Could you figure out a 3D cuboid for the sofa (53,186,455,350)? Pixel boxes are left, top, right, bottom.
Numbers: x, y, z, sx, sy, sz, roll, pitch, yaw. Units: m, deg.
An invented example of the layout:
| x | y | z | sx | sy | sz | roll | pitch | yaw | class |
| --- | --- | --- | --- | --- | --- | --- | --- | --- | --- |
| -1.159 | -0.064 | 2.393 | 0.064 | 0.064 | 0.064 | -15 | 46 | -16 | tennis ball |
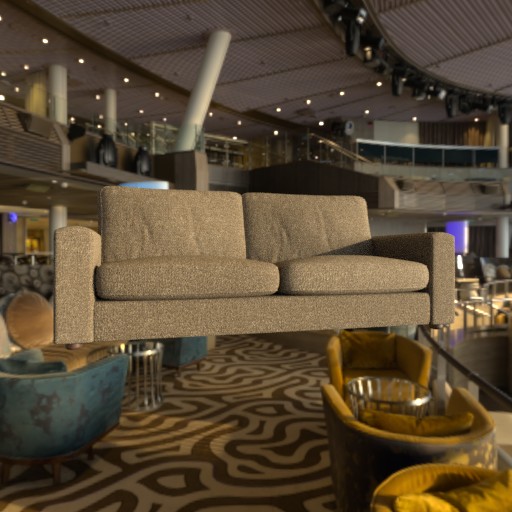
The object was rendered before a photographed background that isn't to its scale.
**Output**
| x | y | z | sx | sy | sz | roll | pitch | yaw | class |
| --- | --- | --- | --- | --- | --- | --- | --- | --- | --- |
| 0.000 | 0.000 | 2.743 | 2.179 | 0.873 | 1.016 | 0 | 0 | -16 | sofa |
